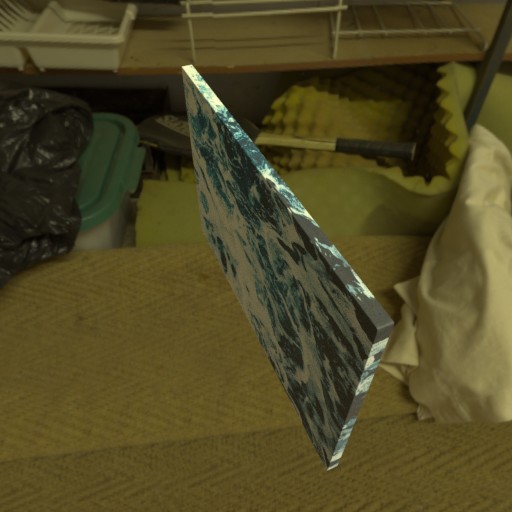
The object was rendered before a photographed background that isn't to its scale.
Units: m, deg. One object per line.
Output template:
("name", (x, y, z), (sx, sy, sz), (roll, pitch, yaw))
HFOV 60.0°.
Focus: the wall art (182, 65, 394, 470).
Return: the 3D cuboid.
("wall art", (0.000, 0.000, 1.886), (0.055, 1.017, 1.524), (-18, 50, -16))
